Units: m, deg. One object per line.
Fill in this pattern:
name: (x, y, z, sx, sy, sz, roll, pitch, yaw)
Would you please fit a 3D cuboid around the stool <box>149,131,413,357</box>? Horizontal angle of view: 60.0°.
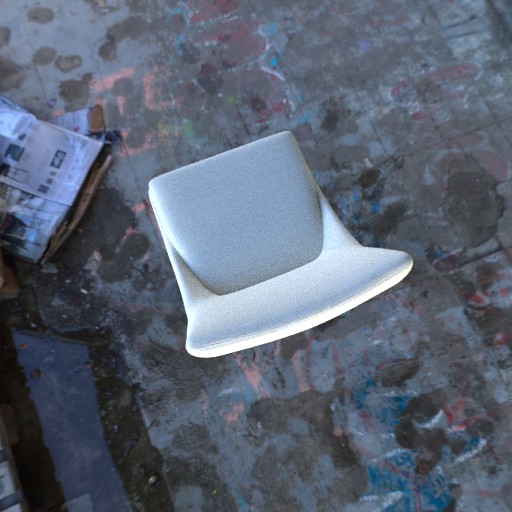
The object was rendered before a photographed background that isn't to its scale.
stool: (0.000, 0.000, 1.331, 0.469, 0.991, 0.559, -21, 76, -5)
